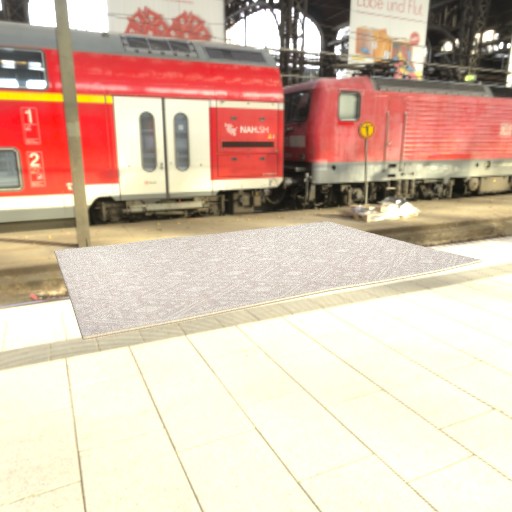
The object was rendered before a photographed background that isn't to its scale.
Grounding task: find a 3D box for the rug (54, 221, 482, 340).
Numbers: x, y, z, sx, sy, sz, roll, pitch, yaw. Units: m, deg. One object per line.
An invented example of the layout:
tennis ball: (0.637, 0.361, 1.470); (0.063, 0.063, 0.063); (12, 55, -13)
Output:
rug: (0.000, 0.000, 2.280); (1.829, 0.034, 1.252); (-7, 16, -26)
